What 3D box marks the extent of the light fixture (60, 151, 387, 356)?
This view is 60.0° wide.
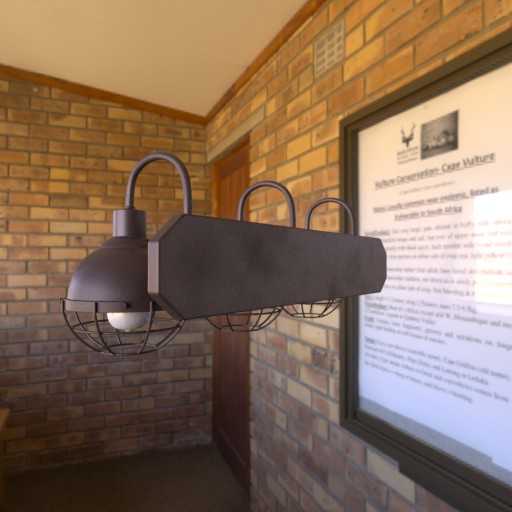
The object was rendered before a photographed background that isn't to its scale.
[{"bbox_3d":[0.000,0.000,0.757,0.229,0.254,0.634,-1,-1,36],"label":"light fixture"}]
